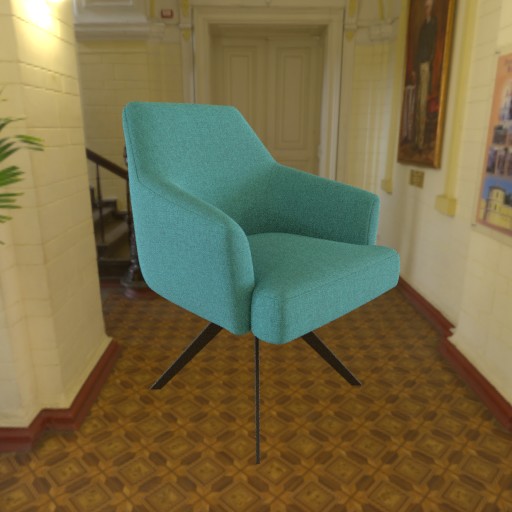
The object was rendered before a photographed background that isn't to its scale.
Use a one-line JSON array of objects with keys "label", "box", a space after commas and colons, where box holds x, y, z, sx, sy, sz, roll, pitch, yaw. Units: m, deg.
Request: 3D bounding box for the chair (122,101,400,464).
[{"label": "chair", "box": [0.000, 0.000, 1.309, 0.677, 0.874, 0.642, 15, 22, 42]}]
